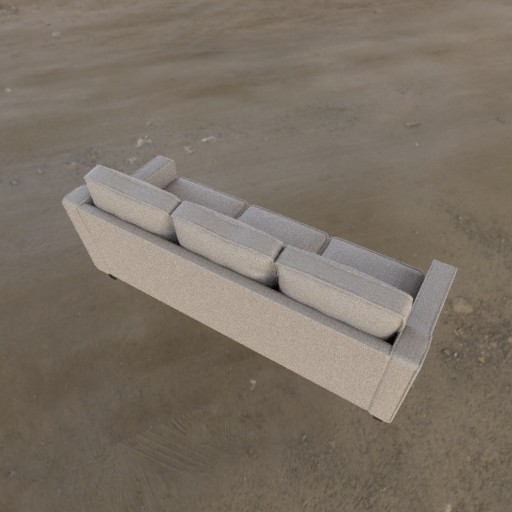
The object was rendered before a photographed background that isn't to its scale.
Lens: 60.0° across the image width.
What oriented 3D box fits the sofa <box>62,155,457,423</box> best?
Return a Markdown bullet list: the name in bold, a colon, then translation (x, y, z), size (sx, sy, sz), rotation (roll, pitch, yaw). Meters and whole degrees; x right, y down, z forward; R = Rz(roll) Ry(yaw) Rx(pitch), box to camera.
- **sofa**: translation (0.000, 0.000, 2.682), size (2.129, 0.950, 0.899), rotation (24, 51, 21)
